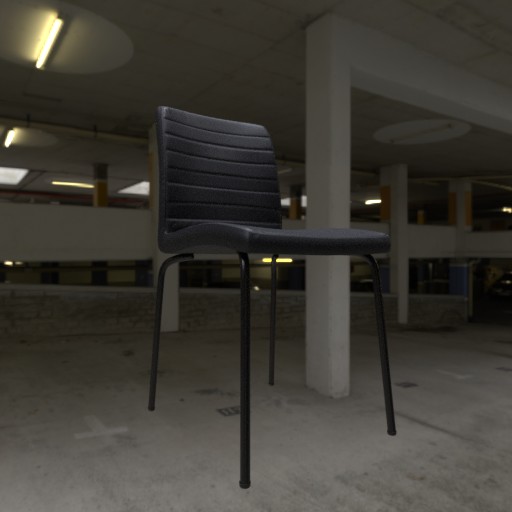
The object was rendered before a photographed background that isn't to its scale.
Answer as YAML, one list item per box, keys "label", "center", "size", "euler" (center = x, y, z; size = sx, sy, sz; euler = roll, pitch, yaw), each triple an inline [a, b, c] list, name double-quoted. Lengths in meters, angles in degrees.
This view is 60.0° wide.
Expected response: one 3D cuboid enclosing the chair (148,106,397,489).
- label: "chair"
  center: [0.000, 0.000, 1.186]
  size: [0.450, 0.872, 0.572]
  euler: [0, 0, -34]
